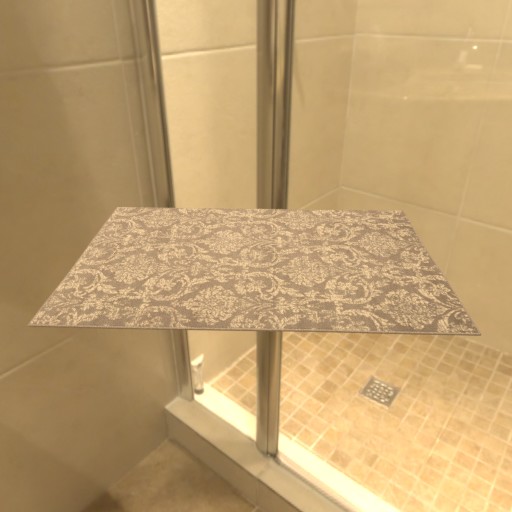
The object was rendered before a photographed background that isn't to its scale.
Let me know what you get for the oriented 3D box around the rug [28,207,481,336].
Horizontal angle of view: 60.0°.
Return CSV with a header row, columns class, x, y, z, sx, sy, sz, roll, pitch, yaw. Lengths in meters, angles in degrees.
class,x,y,z,sx,sy,sz,roll,pitch,yaw
rug,0.000,0.000,3.463,2.746,0.018,1.819,1,30,2
